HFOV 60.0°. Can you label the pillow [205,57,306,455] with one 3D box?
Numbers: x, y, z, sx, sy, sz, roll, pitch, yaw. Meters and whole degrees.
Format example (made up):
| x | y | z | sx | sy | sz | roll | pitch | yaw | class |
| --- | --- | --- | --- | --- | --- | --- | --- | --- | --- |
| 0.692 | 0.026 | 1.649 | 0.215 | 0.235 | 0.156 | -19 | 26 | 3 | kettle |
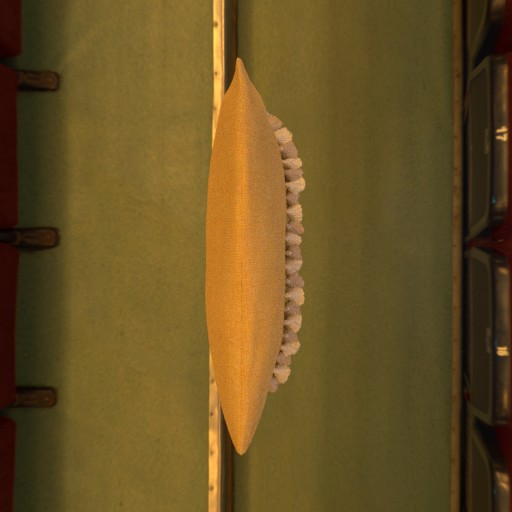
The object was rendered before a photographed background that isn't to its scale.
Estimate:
| x | y | z | sx | sy | sz | roll | pitch | yaw | class |
| --- | --- | --- | --- | --- | --- | --- | --- | --- | --- |
| 0.000 | 0.000 | 0.752 | 0.167 | 0.481 | 0.485 | 0 | 89 | 1 | pillow |
